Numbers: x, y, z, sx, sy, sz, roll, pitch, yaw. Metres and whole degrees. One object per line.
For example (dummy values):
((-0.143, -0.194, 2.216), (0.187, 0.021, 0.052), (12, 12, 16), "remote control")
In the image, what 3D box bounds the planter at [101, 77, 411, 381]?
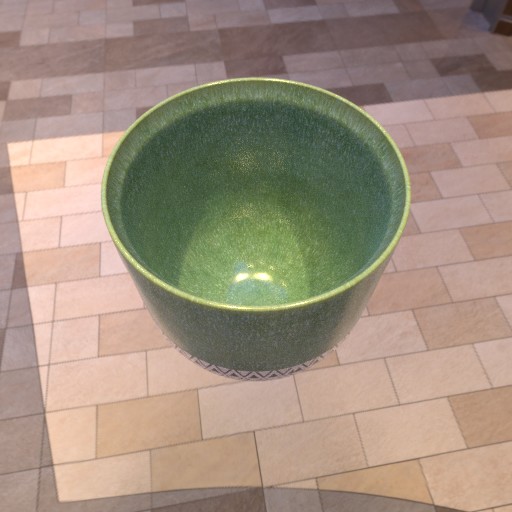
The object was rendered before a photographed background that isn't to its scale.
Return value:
((0.000, 0.000, 0.498), (0.266, 0.270, 0.266), (0, 57, 0), "planter")
